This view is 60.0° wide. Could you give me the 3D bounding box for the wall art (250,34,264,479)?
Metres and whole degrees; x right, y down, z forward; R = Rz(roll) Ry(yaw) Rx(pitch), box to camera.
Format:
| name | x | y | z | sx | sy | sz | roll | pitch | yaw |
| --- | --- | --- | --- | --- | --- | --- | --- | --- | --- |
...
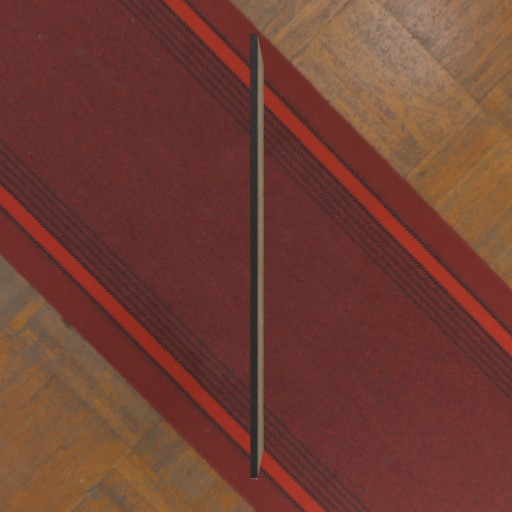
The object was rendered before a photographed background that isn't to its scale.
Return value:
| name | x | y | z | sx | sy | sz | roll | pitch | yaw |
| --- | --- | --- | --- | --- | --- | --- | --- | --- | --- |
| wall art | 0.000 | 0.000 | 0.886 | 0.018 | 0.660 | 0.559 | 0 | 90 | 0 |
